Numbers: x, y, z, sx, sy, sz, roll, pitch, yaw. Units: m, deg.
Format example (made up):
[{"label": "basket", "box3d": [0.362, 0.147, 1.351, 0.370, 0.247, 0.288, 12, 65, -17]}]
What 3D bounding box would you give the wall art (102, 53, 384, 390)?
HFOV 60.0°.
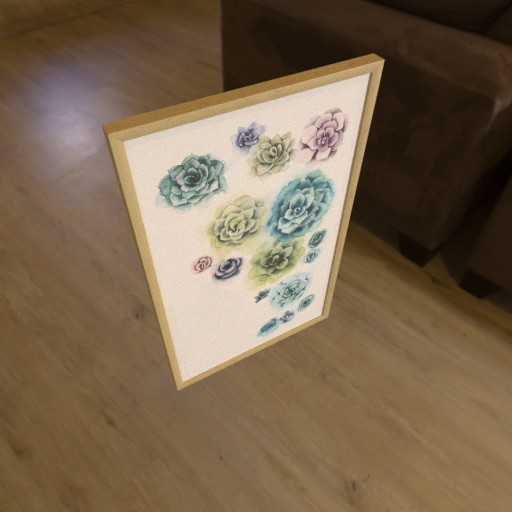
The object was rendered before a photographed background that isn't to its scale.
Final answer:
[{"label": "wall art", "box3d": [0.000, 0.000, 1.023, 0.510, 0.810, 0.039, -22, 51, -19]}]
